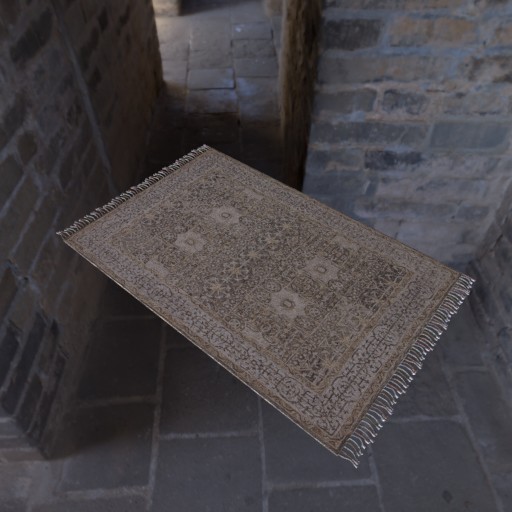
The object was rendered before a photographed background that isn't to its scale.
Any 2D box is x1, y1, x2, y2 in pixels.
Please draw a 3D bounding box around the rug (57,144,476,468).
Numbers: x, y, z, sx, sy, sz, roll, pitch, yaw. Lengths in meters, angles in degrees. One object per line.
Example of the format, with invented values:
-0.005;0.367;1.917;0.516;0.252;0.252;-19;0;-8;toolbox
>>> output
0.000;0.000;2.467;2.029;0.010;1.237;31;54;26;rug
